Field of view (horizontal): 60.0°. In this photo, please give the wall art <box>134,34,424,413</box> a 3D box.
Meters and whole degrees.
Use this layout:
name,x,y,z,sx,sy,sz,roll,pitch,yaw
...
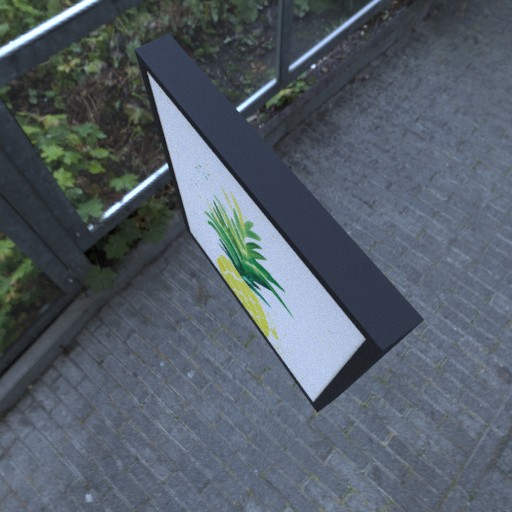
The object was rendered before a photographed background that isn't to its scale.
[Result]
name,x,y,z,sx,sy,sz,roll,pitch,yaw
wall art,0.000,0.000,0.452,0.033,0.304,0.305,-32,68,-14
